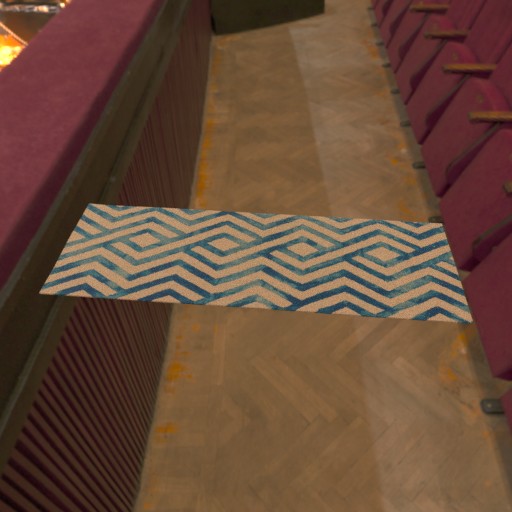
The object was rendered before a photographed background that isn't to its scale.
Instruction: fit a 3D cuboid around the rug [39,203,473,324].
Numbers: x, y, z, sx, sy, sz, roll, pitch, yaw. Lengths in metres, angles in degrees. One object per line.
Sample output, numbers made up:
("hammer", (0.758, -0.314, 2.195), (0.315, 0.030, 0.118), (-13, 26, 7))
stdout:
("rug", (0.000, 0.000, 1.690), (1.492, 0.007, 0.503), (4, 46, 3))
